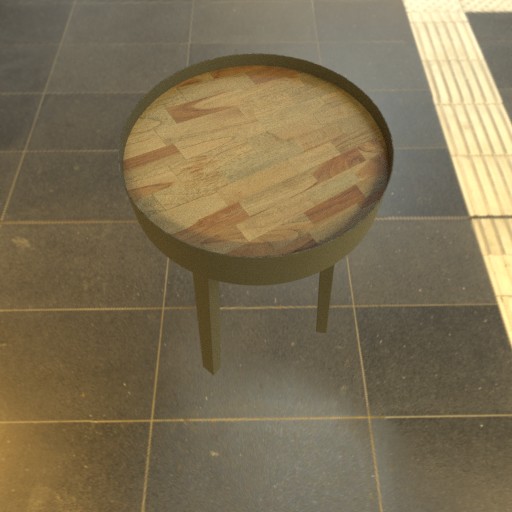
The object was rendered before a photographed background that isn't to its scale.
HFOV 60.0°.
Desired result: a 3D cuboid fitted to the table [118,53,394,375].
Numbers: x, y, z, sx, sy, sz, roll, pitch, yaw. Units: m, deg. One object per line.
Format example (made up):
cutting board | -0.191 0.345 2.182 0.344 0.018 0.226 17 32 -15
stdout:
table | 0.000 0.000 0.955 0.406 0.686 0.406 -18 61 -10
